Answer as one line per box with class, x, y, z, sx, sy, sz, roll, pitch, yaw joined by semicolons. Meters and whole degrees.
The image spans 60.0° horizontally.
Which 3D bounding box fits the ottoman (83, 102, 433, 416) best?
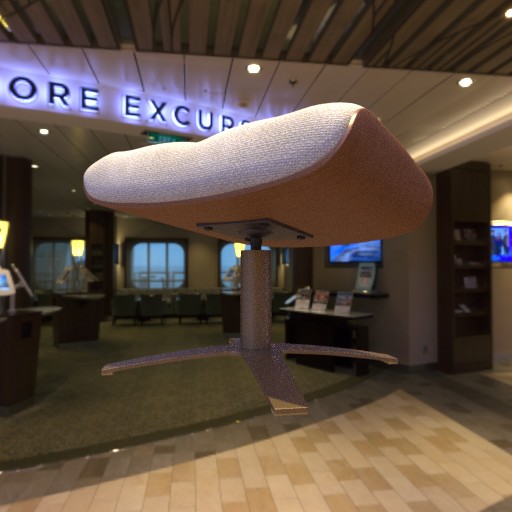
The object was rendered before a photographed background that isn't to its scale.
ottoman;0.000;0.000;0.787;0.520;0.391;0.394;-1;-1;36
